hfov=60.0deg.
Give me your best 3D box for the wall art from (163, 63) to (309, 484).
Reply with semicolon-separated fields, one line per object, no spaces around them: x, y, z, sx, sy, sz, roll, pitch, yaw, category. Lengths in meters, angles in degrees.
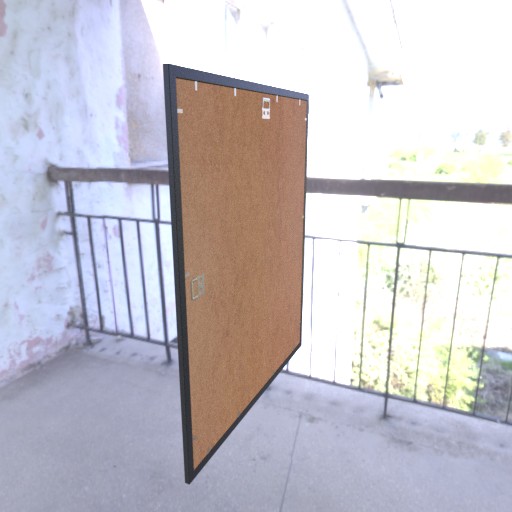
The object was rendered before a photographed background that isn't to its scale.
0.000;0.000;0.906;0.018;0.660;0.559;7;17;24;wall art
